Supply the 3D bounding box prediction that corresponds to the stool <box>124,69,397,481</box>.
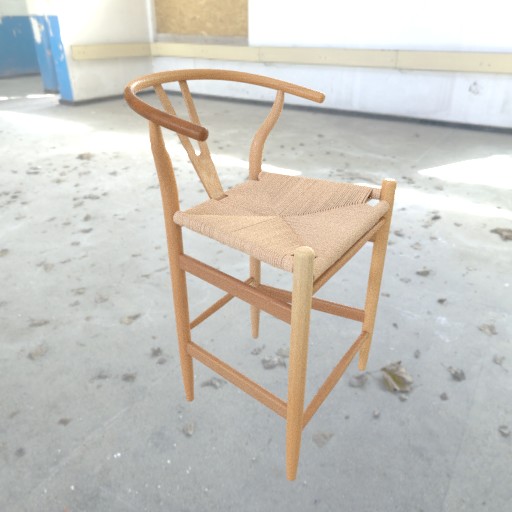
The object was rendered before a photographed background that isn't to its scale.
[{"bbox_3d":[0.000,0.000,1.230,0.575,0.923,0.536,18,33,29],"label":"stool"}]
